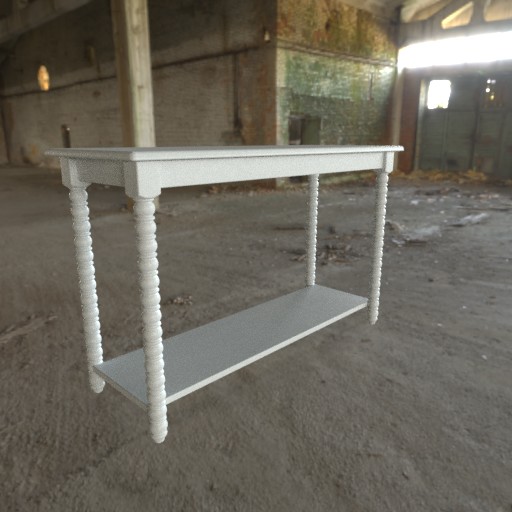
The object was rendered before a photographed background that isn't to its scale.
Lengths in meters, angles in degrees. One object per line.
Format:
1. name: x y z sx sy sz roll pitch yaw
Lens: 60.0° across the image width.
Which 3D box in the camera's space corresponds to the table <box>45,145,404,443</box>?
1. table: 0.000 0.000 1.549 0.459 0.740 1.184 14 20 43
